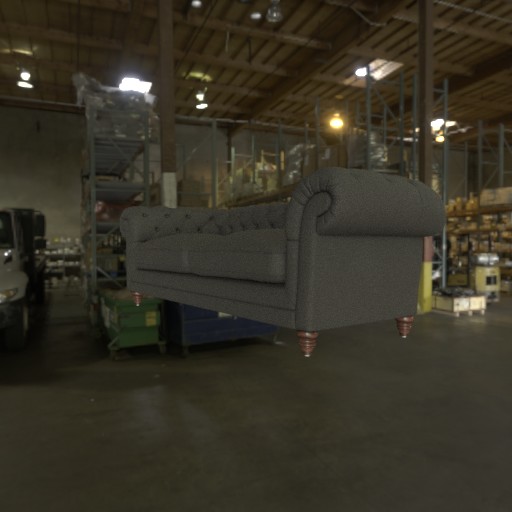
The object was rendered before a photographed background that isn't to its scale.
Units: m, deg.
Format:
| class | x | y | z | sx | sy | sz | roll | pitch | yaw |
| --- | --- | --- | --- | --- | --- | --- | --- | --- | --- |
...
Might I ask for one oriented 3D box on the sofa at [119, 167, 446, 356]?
| class | x | y | z | sx | sy | sz | roll | pitch | yaw |
| --- | --- | --- | --- | --- | --- | --- | --- | --- | --- |
| sofa | 0.000 | 0.000 | 2.789 | 0.991 | 0.762 | 2.362 | -1 | 2 | -36 |
